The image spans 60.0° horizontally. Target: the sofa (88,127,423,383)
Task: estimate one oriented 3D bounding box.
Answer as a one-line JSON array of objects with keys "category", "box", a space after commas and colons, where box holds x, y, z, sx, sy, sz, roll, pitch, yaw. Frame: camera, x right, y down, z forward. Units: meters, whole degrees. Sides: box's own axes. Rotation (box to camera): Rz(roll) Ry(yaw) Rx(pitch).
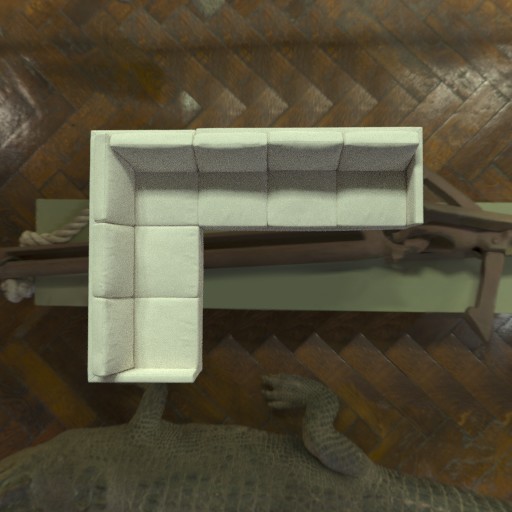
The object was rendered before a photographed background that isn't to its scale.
[{"category": "sofa", "box": [0.000, 0.000, 4.433, 3.182, 0.863, 2.432, 0, 89, 1]}]
